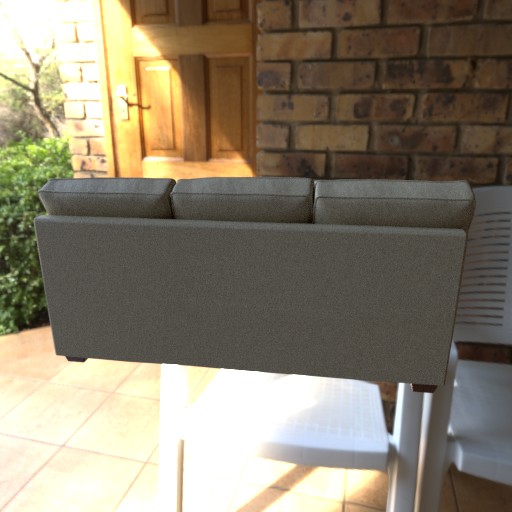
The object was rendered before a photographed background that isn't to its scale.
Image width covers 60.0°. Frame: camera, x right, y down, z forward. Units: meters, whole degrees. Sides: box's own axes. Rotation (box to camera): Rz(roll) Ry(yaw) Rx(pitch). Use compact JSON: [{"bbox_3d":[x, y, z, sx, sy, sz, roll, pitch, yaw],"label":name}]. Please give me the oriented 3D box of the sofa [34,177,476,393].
[{"bbox_3d":[0.000,0.000,2.479,1.962,0.973,1.027,2,18,8],"label":"sofa"}]
